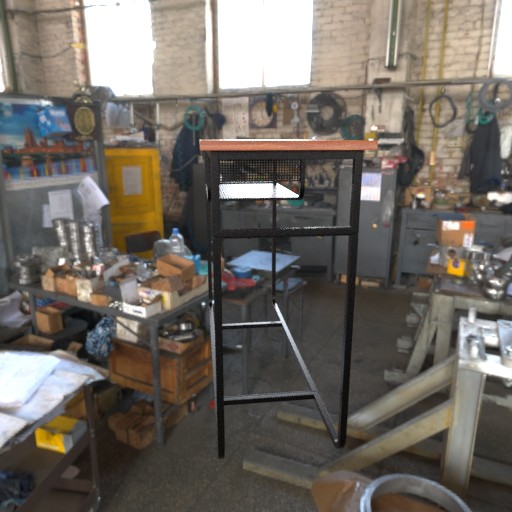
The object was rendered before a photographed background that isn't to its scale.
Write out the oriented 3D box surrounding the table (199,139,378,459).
[{"bbox_3d":[0.000,0.000,1.480,0.350,0.750,1.100,-2,15,-7],"label":"table"}]
